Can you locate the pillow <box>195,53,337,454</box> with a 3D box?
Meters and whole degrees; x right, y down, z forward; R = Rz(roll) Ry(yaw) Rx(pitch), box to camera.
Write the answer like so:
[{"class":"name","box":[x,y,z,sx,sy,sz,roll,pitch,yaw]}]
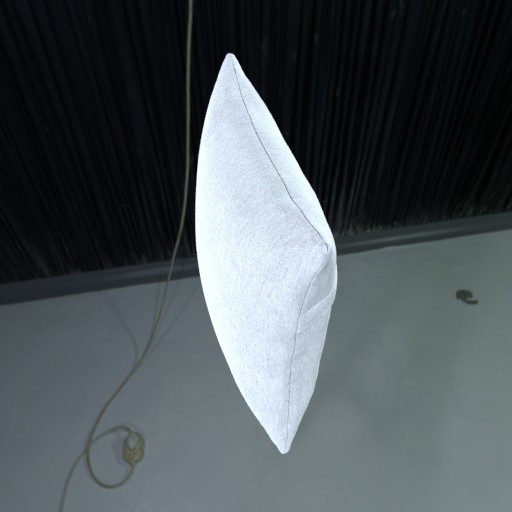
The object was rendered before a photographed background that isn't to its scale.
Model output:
[{"class":"pillow","box":[0.000,0.000,0.668,0.173,0.436,0.433,-10,46,-9]}]
